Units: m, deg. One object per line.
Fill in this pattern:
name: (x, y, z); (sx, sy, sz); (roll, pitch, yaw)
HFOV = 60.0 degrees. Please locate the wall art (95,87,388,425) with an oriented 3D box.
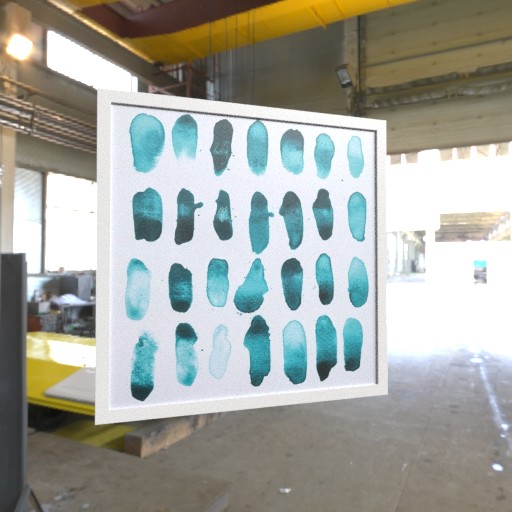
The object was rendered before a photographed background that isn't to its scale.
wall art: (0.000, 0.000, 0.823); (0.558, 0.559, 0.009); (0, -1, -18)
